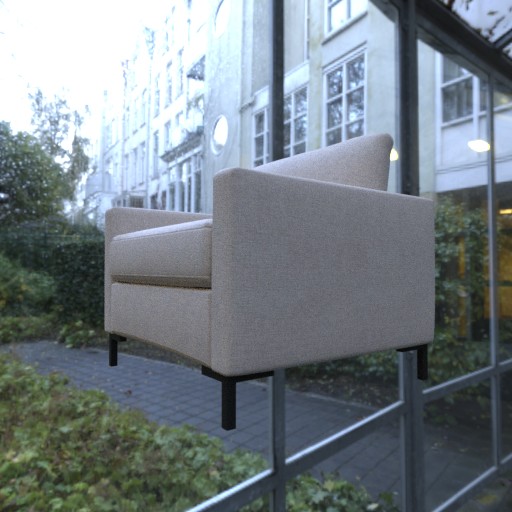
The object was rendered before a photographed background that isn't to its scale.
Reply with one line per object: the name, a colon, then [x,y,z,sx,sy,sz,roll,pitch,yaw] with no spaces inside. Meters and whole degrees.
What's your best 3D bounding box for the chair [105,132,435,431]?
chair: [0.000,0.000,1.646,0.866,0.861,0.963,1,-2,-36]
